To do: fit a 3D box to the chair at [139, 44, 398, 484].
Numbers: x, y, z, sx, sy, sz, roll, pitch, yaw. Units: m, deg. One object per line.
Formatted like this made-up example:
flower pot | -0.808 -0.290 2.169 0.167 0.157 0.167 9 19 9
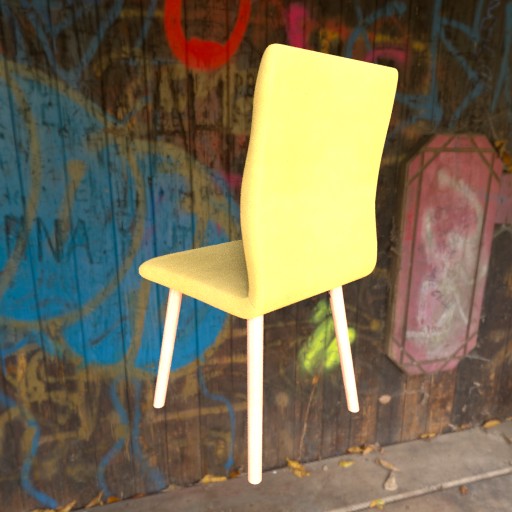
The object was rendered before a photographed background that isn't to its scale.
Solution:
chair | 0.000 0.000 1.242 0.450 0.965 0.550 -14 20 -42
